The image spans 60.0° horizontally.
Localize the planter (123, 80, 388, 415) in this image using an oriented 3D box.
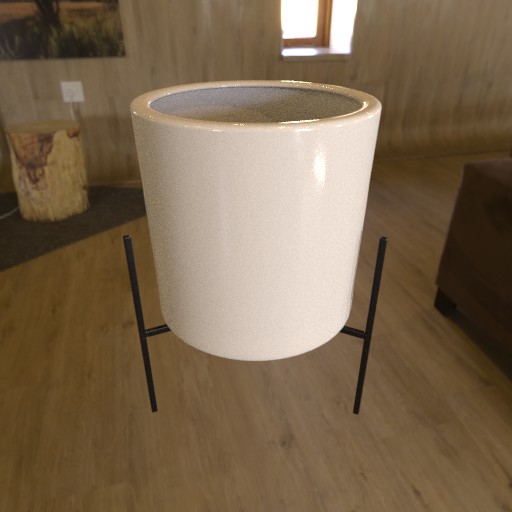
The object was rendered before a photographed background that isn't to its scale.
[{"bbox_3d":[0.000,0.000,0.623,0.307,0.431,0.308,0,29,1],"label":"planter"}]
